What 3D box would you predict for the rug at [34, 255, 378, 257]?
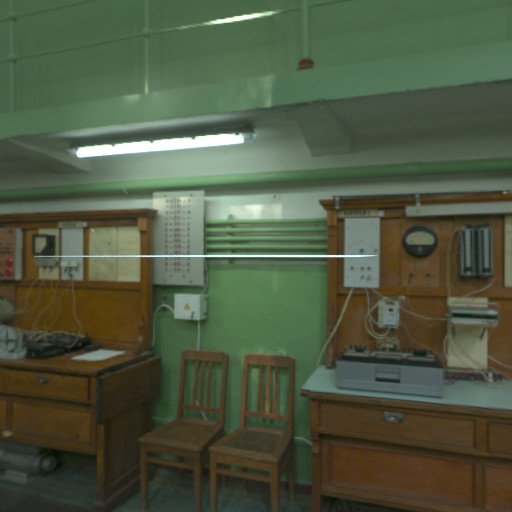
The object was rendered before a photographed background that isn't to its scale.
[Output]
[{"bbox_3d":[0.000,0.000,2.382,1.206,0.003,1.835,0,0,17],"label":"rug"}]
